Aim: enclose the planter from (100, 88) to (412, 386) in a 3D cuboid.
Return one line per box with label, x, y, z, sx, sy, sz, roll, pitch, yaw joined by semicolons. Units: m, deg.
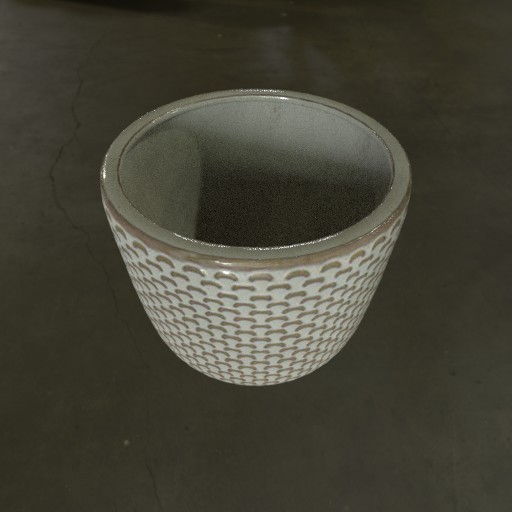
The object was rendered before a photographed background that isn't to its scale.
planter;0.000;0.000;0.244;0.139;0.130;0.139;0;45;0
